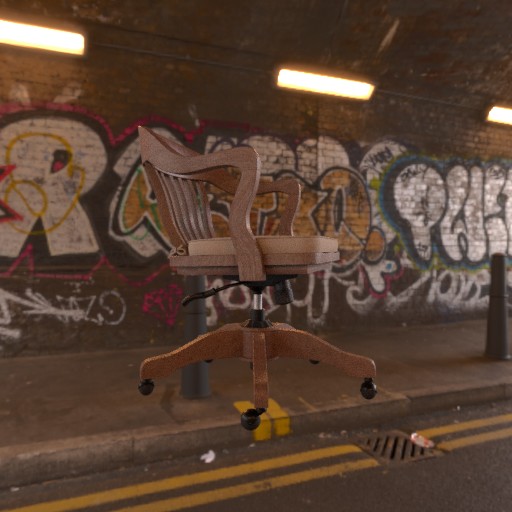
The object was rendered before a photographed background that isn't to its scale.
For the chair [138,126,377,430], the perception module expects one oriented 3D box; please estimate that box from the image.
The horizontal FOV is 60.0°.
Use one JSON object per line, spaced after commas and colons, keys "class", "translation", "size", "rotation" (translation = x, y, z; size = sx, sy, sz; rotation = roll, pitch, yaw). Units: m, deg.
{"class": "chair", "translation": [0.000, 0.000, 1.486], "size": [0.788, 0.878, 0.750], "rotation": [0, 1, 17]}
